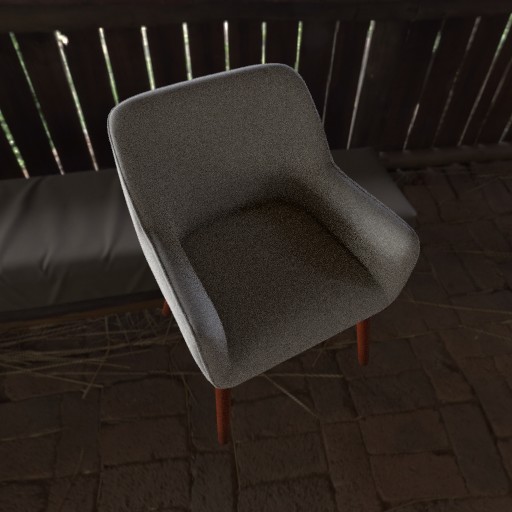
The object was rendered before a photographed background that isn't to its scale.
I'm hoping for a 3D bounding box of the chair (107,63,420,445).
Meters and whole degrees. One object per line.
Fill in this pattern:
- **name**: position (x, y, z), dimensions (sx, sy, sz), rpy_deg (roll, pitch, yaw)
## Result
- **chair**: position (0.000, 0.000, 1.265), dimensions (0.610, 0.813, 0.610), rpy_deg (-23, 51, -19)
